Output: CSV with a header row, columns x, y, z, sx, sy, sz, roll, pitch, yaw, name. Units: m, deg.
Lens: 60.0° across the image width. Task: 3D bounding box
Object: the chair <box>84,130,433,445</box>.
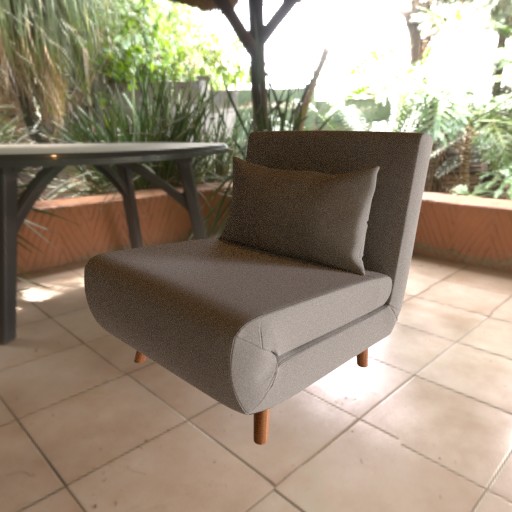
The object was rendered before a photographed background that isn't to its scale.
x,y,z,sx,sy,sz,roll,pitch,yaw,name
0.000,0.000,1.486,0.770,0.808,0.902,15,22,42,chair
